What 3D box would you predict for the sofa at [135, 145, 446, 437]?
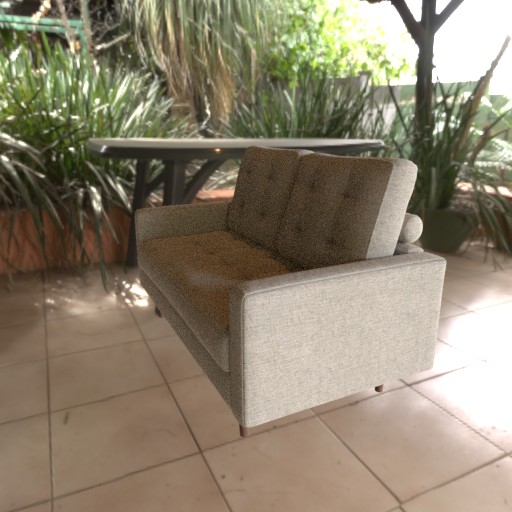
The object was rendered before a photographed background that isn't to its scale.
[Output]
[{"bbox_3d":[0.000,0.000,1.986,0.842,0.907,1.407,-8,18,-25],"label":"sofa"}]
